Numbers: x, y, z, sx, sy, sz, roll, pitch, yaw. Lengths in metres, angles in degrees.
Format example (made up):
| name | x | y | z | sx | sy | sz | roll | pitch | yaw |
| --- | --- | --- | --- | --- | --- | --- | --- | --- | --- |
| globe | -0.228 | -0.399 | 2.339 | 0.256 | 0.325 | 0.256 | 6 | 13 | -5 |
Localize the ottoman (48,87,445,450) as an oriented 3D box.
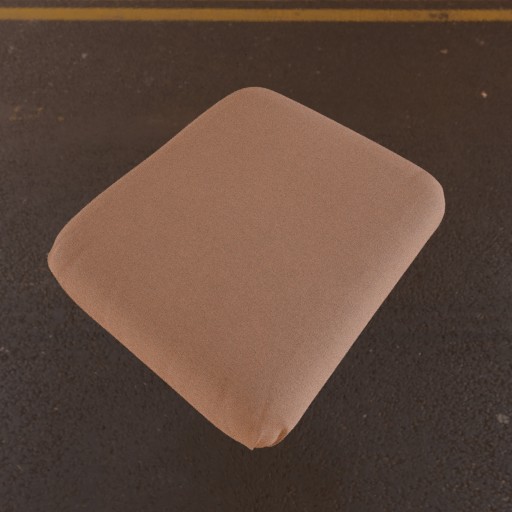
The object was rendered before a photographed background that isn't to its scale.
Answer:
| name | x | y | z | sx | sy | sz | roll | pitch | yaw |
| --- | --- | --- | --- | --- | --- | --- | --- | --- | --- |
| ottoman | 0.000 | 0.000 | 1.109 | 0.639 | 0.450 | 0.746 | 34 | 65 | 19 |
